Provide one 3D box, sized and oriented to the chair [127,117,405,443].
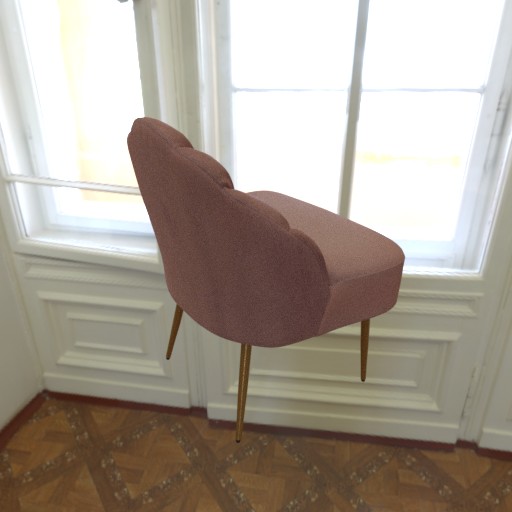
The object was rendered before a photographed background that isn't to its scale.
[{"bbox_3d":[0.000,0.000,1.267,0.599,0.819,0.657,-18,32,-32],"label":"chair"}]
